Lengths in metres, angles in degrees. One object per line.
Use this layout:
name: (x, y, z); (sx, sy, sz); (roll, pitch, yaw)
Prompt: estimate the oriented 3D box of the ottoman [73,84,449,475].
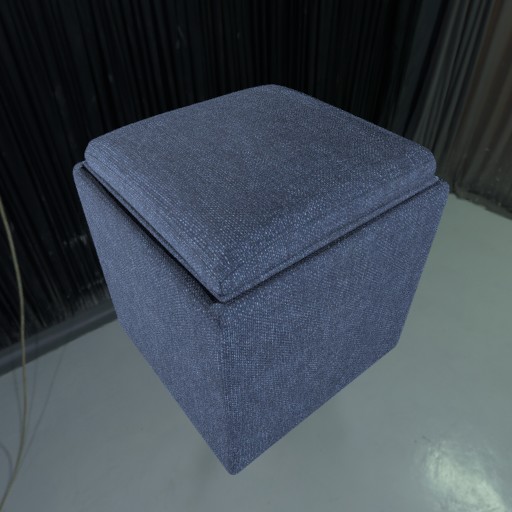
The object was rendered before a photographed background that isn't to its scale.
ottoman: (0.000, 0.000, 0.833); (0.454, 0.493, 0.436); (-28, 49, -28)
